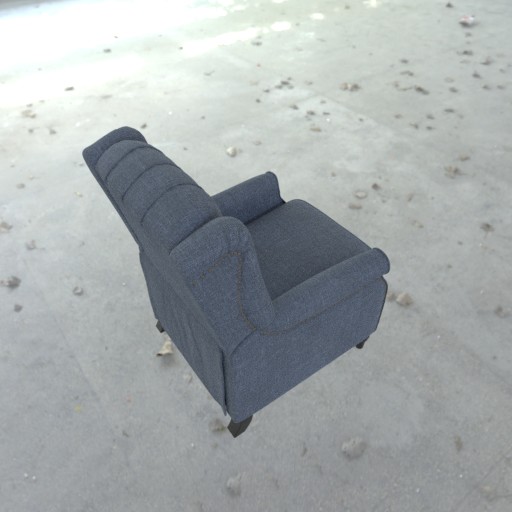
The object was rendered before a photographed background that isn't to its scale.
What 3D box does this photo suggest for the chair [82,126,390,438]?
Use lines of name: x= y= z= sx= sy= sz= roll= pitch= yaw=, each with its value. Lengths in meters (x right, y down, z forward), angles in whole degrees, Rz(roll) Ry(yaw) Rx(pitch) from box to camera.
chair: x=0.000 y=0.000 z=1.685 sx=0.898 sy=1.035 sz=0.742 roll=-26 pitch=48 yaw=-26
